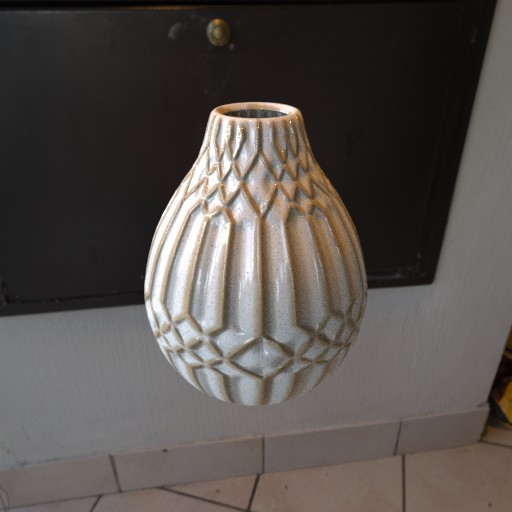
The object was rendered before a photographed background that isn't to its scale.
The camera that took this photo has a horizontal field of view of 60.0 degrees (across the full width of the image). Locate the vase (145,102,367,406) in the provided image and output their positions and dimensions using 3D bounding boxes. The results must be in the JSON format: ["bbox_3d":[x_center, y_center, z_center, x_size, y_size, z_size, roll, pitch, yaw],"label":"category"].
[{"bbox_3d":[0.000,0.000,0.313,0.159,0.200,0.159,0,29,0],"label":"vase"}]
